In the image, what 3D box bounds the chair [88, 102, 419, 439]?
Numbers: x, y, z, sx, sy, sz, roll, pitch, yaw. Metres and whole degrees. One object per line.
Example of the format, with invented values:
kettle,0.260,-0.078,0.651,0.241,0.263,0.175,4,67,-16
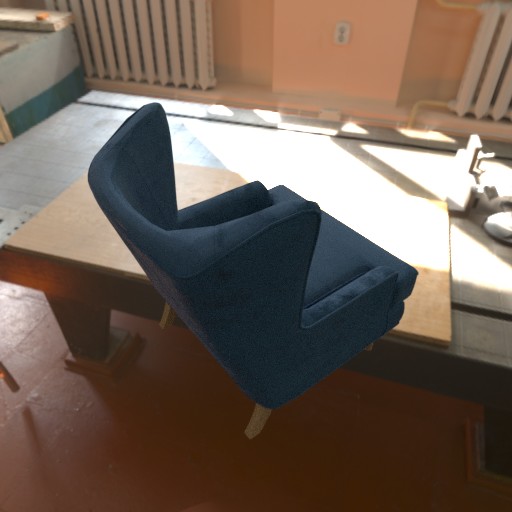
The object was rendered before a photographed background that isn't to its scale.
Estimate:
chair,0.000,0.000,1.585,0.910,0.952,0.793,-26,47,-28
